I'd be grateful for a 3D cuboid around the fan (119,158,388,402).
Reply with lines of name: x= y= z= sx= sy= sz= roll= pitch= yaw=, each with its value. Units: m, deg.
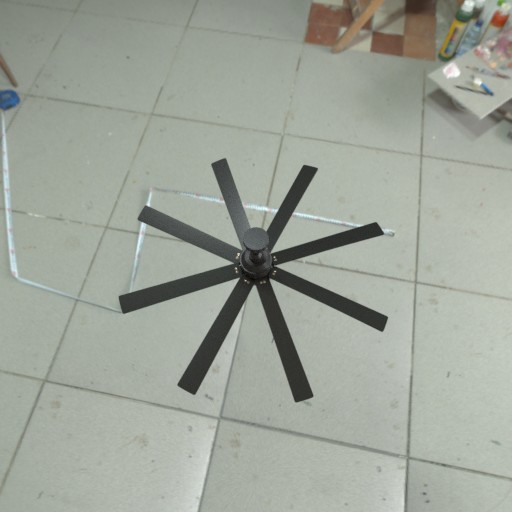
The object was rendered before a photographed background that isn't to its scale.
fan: x=0.000 y=0.000 z=2.846 sx=1.830 sy=0.472 sz=1.830 roll=-16 pitch=65 yaw=-8
